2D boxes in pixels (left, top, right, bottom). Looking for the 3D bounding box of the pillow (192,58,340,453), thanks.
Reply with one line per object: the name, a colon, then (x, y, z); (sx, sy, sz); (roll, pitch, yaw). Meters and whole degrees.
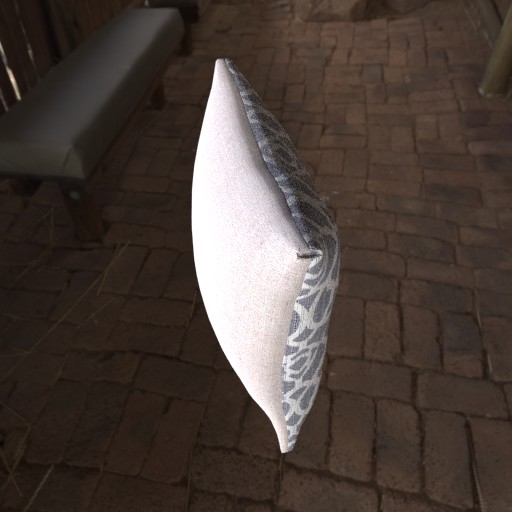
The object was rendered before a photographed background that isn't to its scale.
pillow: (0.000, 0.000, 0.786); (0.215, 0.498, 0.508); (-9, 46, -9)
